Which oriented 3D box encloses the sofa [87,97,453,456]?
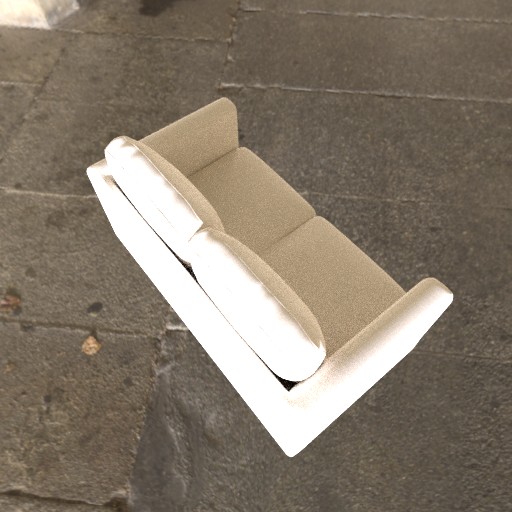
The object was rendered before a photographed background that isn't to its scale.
[{"bbox_3d":[0.000,0.000,1.990,0.796,0.908,1.430,-34,64,-19],"label":"sofa"}]
